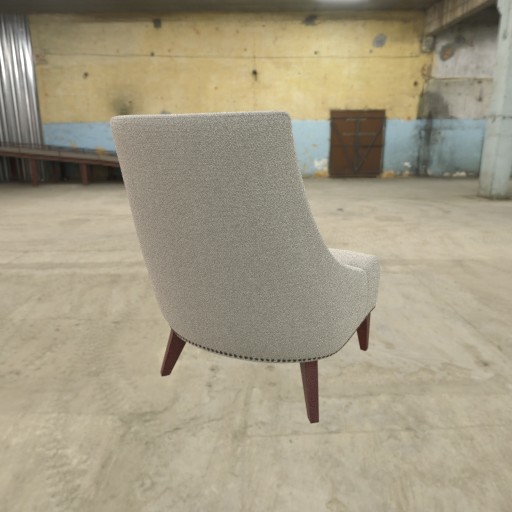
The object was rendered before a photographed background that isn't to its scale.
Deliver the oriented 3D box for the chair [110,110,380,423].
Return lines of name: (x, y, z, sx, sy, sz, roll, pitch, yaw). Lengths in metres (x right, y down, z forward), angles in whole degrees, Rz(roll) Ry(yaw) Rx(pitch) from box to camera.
chair: (0.000, 0.000, 1.533, 0.701, 0.909, 0.861, 8, 17, 27)
